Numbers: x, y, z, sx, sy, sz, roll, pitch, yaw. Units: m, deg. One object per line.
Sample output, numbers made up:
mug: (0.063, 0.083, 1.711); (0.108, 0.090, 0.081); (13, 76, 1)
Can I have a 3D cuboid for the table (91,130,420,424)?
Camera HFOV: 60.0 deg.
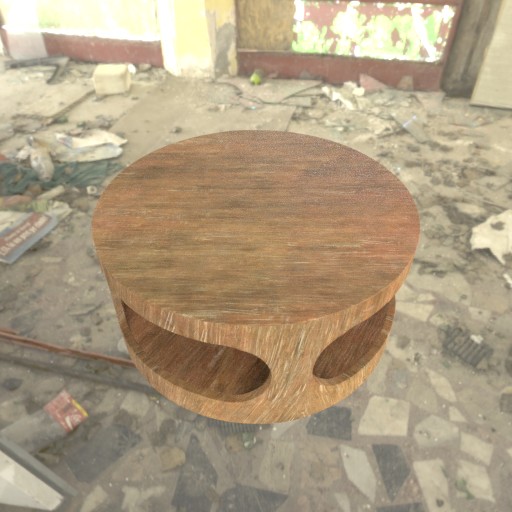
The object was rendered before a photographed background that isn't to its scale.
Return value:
table: (0.000, 0.000, 1.512); (0.974, 0.450, 0.974); (0, 42, 0)
